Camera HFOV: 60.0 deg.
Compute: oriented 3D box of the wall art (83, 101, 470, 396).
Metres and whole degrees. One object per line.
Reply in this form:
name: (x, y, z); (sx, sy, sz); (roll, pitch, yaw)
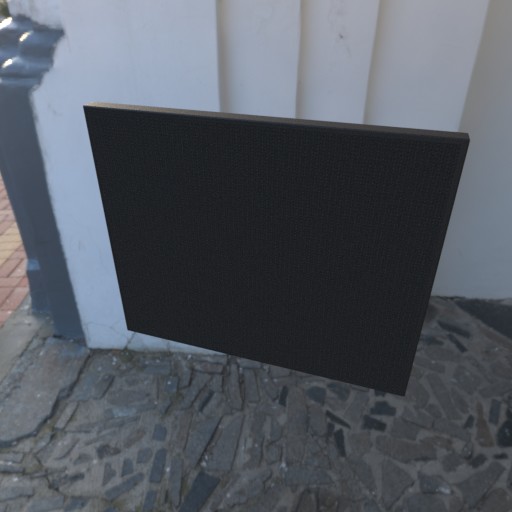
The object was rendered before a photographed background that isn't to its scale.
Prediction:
wall art: (0.000, 0.000, 0.745); (0.559, 0.458, 0.029); (10, 33, 16)
